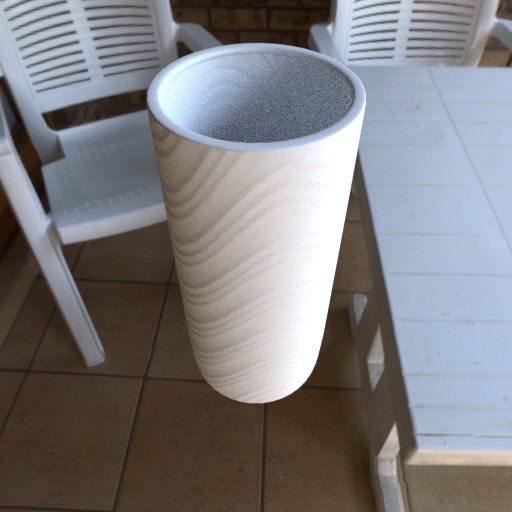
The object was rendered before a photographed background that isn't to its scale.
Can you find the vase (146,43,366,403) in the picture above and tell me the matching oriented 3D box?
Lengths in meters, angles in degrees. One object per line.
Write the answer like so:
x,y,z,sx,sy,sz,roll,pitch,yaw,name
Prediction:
0.000,0.000,0.396,0.143,0.316,0.143,0,48,0,vase
